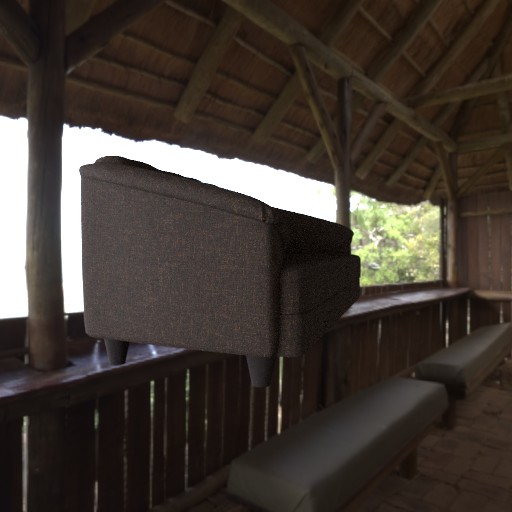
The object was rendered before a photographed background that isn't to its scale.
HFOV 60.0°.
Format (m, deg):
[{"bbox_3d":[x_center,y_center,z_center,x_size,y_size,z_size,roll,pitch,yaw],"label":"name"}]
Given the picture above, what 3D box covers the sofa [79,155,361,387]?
[{"bbox_3d":[0.000,0.000,2.212,0.887,0.790,1.849,0,1,19],"label":"sofa"}]
